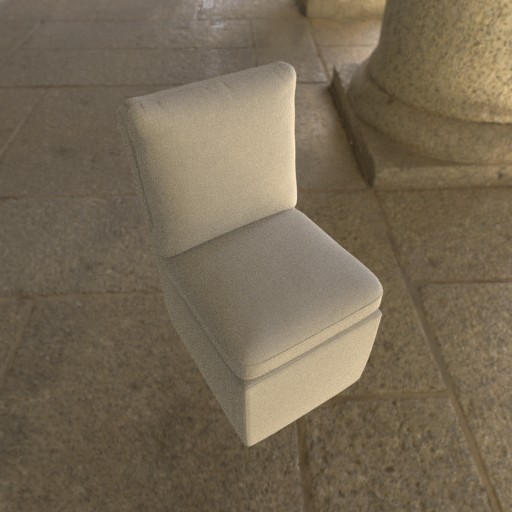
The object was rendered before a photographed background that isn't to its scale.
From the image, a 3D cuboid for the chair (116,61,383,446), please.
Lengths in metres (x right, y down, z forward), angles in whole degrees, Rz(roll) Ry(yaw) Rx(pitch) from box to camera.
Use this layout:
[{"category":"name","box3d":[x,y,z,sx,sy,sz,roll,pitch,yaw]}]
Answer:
[{"category":"chair","box3d":[0.000,0.000,1.349,0.503,0.927,0.698,-24,50,-22]}]
